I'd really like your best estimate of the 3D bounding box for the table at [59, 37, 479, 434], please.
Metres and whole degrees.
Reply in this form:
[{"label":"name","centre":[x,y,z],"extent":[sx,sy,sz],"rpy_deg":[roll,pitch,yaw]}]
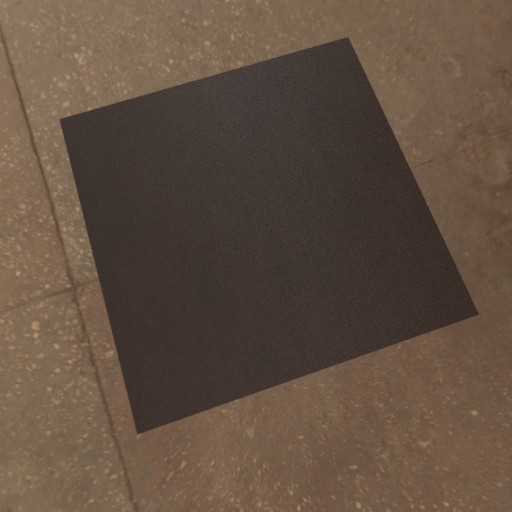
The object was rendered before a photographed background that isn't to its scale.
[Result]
[{"label":"table","centre":[0.000,0.000,1.376],"extent":[0.749,0.770,0.749],"rpy_deg":[-18,75,-5]}]
